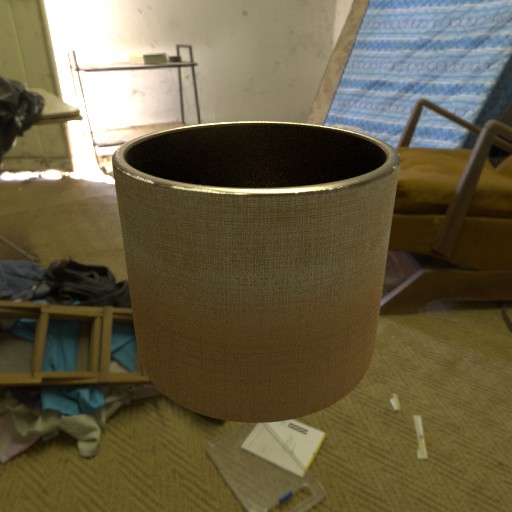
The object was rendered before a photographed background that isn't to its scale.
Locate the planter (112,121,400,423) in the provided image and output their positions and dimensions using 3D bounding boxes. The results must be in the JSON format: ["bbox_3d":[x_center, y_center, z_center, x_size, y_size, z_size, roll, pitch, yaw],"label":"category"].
[{"bbox_3d":[0.000,0.000,0.447,0.254,0.221,0.254,0,27,0],"label":"planter"}]
